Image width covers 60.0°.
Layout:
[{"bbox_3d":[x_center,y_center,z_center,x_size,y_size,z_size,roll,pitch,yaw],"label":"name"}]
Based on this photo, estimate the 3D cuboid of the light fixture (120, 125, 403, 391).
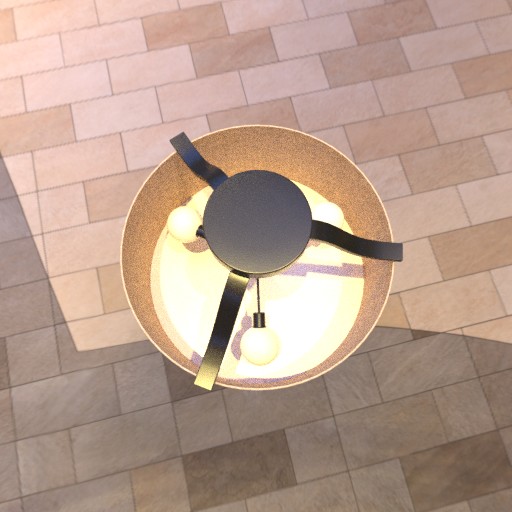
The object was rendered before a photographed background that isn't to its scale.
[{"bbox_3d":[0.000,0.000,0.651,0.390,0.306,0.390,0,76,0],"label":"light fixture"}]
